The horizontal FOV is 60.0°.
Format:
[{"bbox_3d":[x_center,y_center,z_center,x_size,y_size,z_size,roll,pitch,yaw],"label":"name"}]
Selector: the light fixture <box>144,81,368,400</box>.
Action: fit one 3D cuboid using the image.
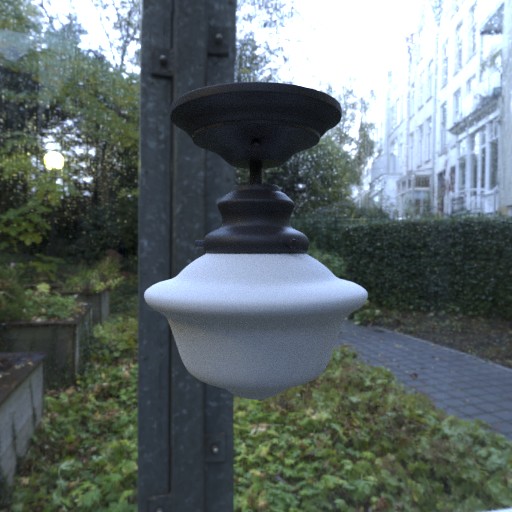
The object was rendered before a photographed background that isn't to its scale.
[{"bbox_3d":[0.000,0.000,0.398,0.197,0.254,0.197,0,1,0],"label":"light fixture"}]
